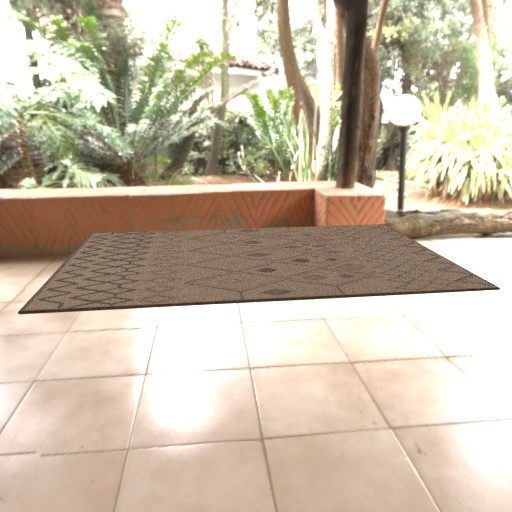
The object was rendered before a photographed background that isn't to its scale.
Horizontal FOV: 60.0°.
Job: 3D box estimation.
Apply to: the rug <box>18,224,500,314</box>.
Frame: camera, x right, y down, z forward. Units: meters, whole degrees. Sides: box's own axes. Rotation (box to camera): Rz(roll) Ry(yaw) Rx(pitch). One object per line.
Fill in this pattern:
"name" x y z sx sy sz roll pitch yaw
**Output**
"rug" 0.000 0.000 2.935 2.438 0.015 1.524 -2 17 -7
